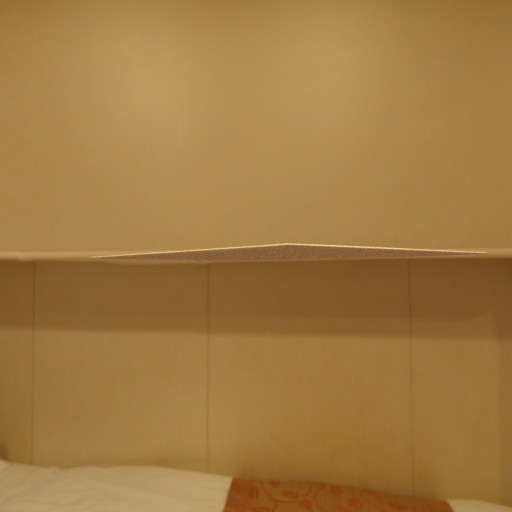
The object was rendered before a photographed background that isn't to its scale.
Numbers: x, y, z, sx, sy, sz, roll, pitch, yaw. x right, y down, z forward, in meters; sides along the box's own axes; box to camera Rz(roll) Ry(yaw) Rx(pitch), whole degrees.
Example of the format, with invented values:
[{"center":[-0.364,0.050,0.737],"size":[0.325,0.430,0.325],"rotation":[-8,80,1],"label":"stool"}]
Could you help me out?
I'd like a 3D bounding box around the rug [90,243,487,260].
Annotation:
[{"center":[0.000,0.000,3.059],"size":[1.531,0.014,2.441],"rotation":[1,-2,-37],"label":"rug"}]
